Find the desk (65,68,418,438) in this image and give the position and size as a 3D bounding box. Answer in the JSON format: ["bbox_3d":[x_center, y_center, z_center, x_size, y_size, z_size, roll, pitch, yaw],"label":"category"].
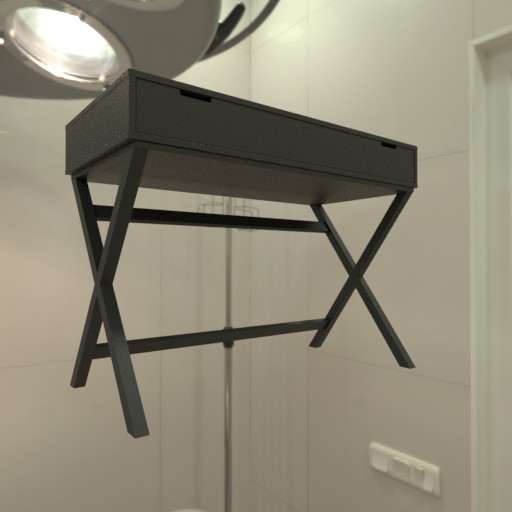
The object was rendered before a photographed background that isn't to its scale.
[{"bbox_3d":[0.000,0.000,1.448,1.057,0.780,0.504,0,-1,-37],"label":"desk"}]
